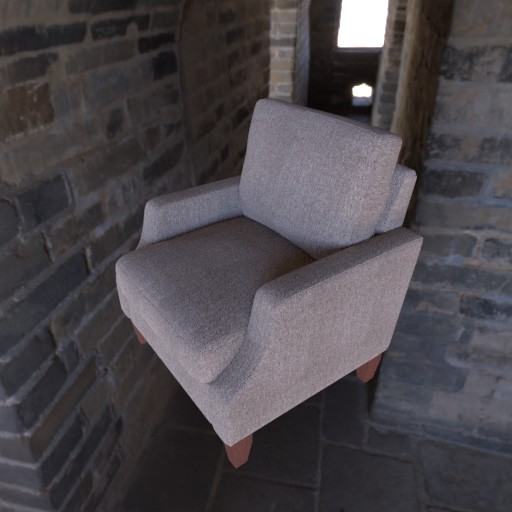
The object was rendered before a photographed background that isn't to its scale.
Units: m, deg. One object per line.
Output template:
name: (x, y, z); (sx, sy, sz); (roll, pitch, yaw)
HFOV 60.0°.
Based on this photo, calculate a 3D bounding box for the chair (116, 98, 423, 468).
chair: (0.000, 0.000, 1.667); (0.897, 0.993, 0.855); (-21, 37, -31)
